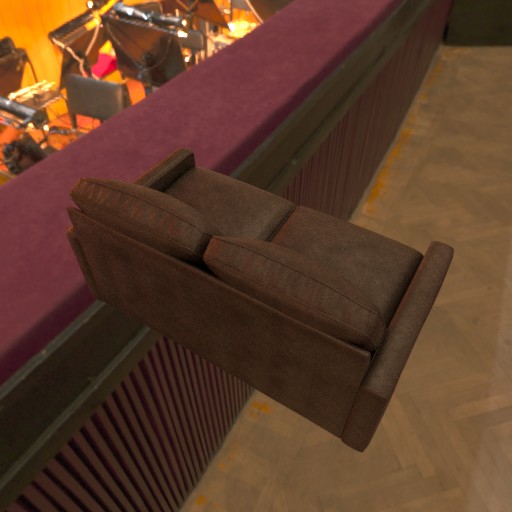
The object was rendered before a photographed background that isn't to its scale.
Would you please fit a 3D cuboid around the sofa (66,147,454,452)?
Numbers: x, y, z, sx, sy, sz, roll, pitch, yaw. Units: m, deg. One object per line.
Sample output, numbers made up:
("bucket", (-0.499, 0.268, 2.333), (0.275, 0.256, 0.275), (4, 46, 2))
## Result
("sofa", (0.000, 0.000, 2.275), (1.732, 0.916, 0.939), (24, 51, 22))
